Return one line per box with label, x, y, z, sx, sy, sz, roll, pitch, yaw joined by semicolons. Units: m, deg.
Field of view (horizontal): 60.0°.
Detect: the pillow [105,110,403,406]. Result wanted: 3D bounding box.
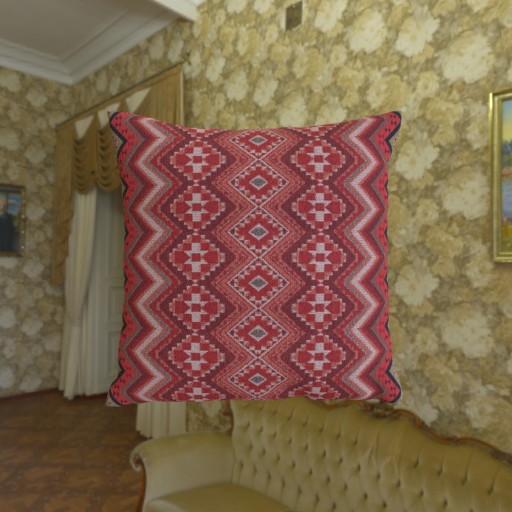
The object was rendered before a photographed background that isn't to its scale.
pillow;0.000;0.000;0.767;0.513;0.511;0.158;0;-1;-1
